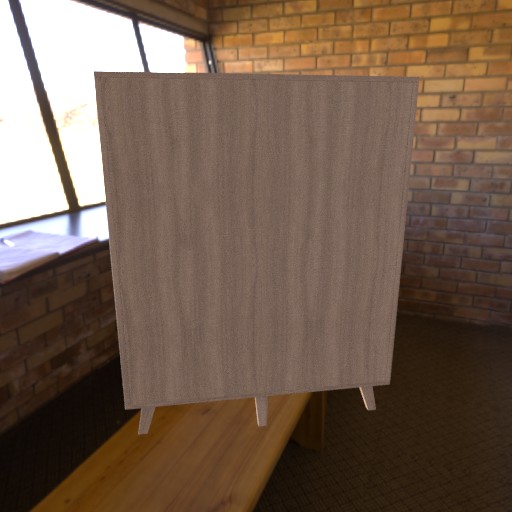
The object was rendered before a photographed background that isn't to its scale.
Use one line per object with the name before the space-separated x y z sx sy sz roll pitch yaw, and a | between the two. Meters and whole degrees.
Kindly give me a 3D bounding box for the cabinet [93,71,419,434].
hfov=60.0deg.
cabinet | 0.000 0.000 1.870 1.111 1.388 0.398 -3 17 -9
